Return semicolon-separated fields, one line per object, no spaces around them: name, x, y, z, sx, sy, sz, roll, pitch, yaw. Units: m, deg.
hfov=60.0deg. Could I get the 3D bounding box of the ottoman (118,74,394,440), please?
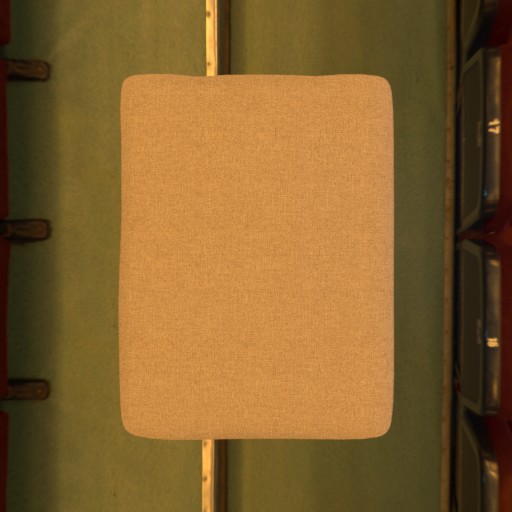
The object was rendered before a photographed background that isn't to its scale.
ottoman;0.000;0.000;1.277;0.677;0.519;0.898;0;90;0
